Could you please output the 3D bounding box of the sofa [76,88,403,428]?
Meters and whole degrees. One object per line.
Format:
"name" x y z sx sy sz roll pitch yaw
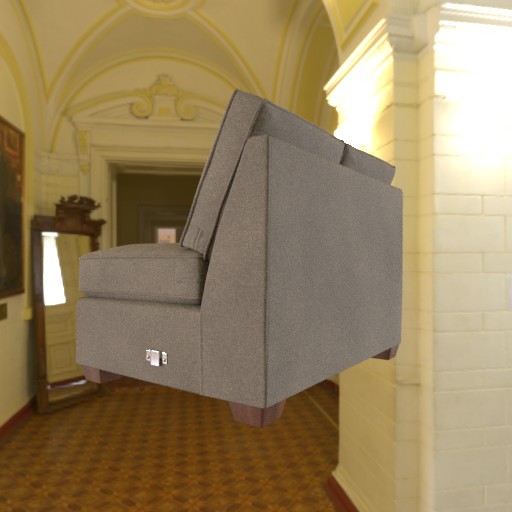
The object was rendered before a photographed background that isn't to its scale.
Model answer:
"sofa" 0.000 0.000 2.006 0.951 1.008 1.237 0 -1 36
